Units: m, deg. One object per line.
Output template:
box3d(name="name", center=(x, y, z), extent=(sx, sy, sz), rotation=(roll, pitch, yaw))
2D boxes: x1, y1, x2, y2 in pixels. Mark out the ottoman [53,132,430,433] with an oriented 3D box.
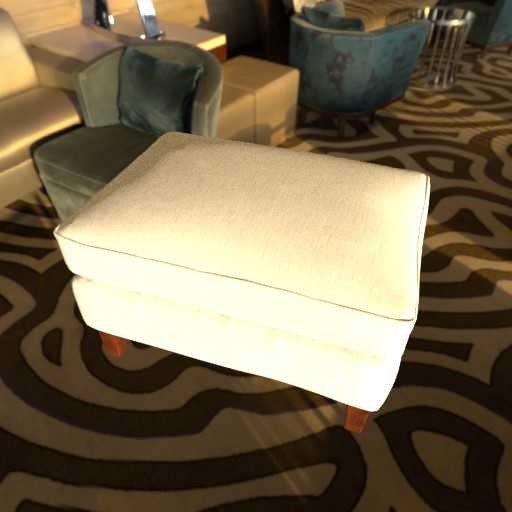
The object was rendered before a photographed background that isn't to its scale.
box3d(name="ottoman", center=(0.000, 0.000, 0.982), extent=(0.665, 0.406, 0.501), rotation=(13, 42, 15))
